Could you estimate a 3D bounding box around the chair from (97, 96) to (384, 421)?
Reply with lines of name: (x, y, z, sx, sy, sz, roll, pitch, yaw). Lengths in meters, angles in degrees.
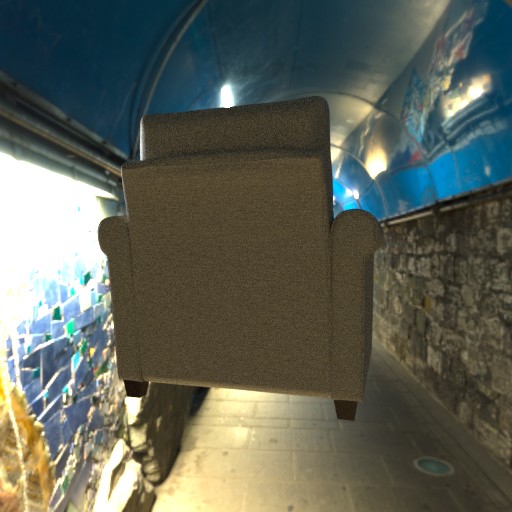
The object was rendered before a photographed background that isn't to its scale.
chair: (0.000, 0.000, 2.325, 1.275, 1.349, 1.180, 0, 0, 17)
